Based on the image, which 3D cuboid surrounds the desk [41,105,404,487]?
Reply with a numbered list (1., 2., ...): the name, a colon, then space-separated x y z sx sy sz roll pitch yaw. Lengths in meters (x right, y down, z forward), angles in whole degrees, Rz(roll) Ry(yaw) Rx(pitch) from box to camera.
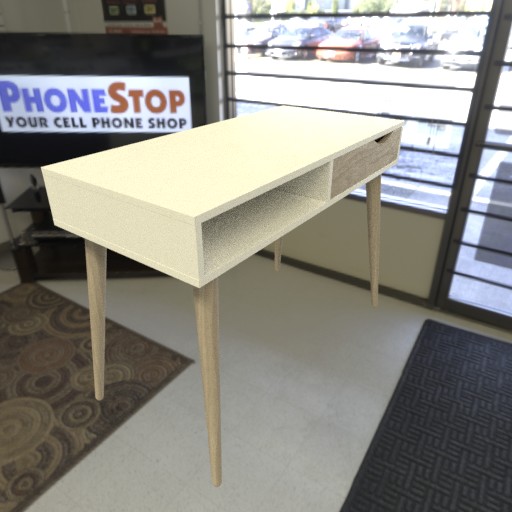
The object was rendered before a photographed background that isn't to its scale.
1. desk: 0.000 0.000 1.384 0.491 0.723 0.979 19 34 32
